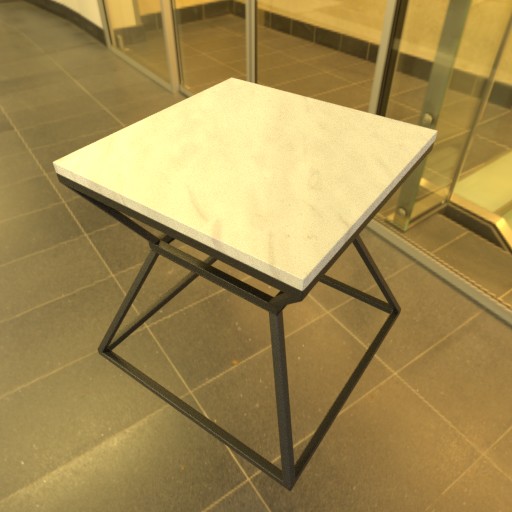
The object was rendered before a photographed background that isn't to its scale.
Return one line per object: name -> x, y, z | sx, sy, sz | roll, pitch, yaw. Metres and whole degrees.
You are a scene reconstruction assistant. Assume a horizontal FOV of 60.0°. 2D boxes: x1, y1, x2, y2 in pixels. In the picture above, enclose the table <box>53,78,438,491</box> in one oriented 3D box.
table -> 0.000, 0.000, 0.793 | 0.455, 0.431, 0.455 | 25, 47, 26
